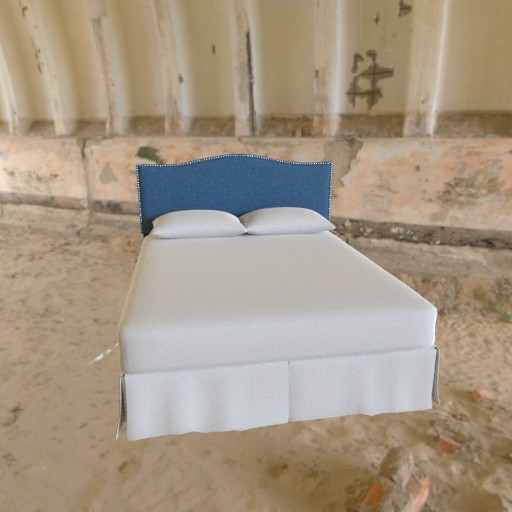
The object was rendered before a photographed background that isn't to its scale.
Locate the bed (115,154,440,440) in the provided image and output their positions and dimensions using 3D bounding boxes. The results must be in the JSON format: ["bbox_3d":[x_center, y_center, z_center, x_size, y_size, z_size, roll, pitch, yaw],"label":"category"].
[{"bbox_3d":[0.000,0.000,2.837,1.610,1.169,1.872,-3,17,-9],"label":"bed"}]
